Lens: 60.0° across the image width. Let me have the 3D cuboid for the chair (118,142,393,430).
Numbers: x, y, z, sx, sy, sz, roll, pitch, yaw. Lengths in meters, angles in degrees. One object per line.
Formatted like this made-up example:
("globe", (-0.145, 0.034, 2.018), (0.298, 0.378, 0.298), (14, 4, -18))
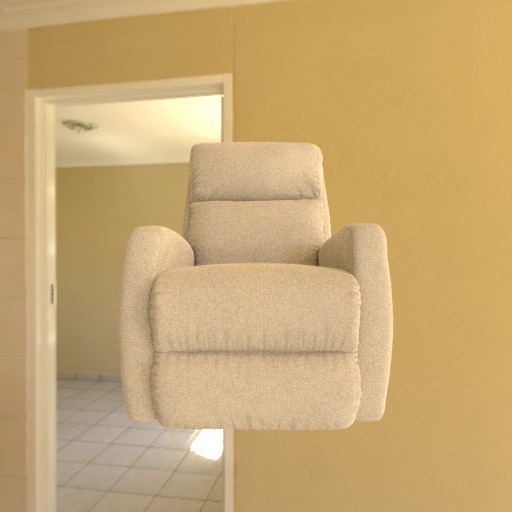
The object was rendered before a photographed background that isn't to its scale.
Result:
("chair", (0.000, 0.000, 1.667), (0.794, 1.021, 0.940), (0, 0, 0))
